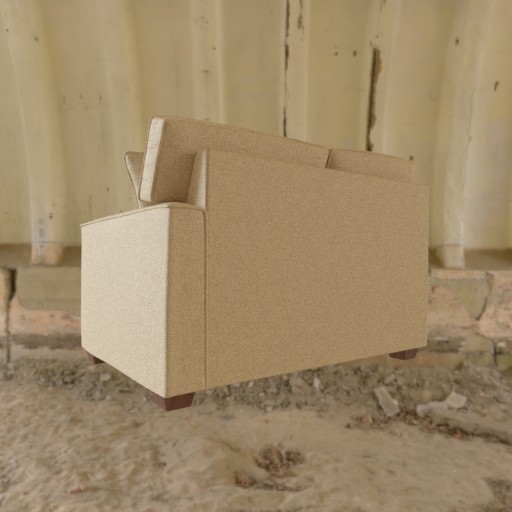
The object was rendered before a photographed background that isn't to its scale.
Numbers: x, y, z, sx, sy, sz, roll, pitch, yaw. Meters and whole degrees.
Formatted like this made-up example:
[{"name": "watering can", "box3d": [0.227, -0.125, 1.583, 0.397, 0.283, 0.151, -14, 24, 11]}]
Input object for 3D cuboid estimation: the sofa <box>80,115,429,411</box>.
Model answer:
[{"name": "sofa", "box3d": [0.000, 0.000, 2.121, 1.388, 0.989, 0.991, 0, -1, -36]}]
